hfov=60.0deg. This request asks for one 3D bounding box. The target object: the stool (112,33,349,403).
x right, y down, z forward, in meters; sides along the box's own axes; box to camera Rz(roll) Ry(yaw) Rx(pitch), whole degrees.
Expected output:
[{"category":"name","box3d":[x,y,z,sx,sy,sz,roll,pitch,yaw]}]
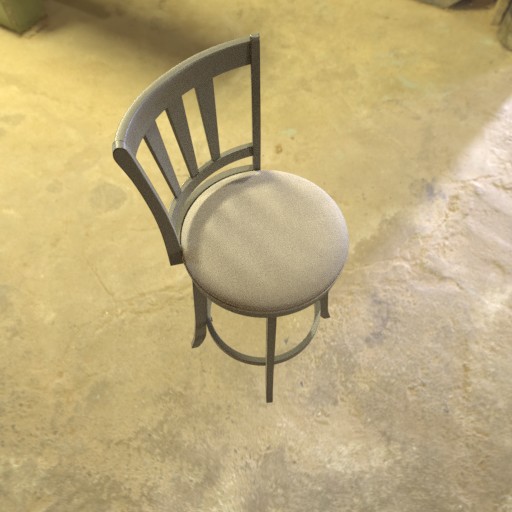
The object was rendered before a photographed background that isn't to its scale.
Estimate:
[{"category":"stool","box3d":[0.000,0.000,1.251,0.486,0.994,0.450,31,63,18]}]
